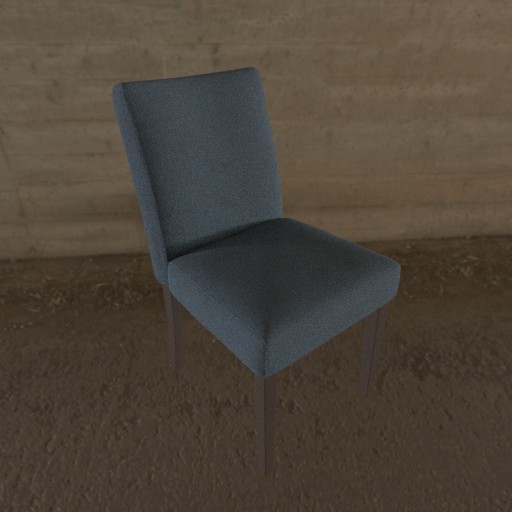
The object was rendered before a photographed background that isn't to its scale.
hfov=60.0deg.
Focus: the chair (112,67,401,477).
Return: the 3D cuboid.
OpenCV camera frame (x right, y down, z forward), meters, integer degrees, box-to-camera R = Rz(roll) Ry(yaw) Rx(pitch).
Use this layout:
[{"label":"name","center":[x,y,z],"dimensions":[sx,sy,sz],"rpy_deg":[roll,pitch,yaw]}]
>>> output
[{"label":"chair","center":[0.000,0.000,1.228],"dimensions":[0.487,0.882,0.629],"rpy_deg":[-23,38,-33]}]
